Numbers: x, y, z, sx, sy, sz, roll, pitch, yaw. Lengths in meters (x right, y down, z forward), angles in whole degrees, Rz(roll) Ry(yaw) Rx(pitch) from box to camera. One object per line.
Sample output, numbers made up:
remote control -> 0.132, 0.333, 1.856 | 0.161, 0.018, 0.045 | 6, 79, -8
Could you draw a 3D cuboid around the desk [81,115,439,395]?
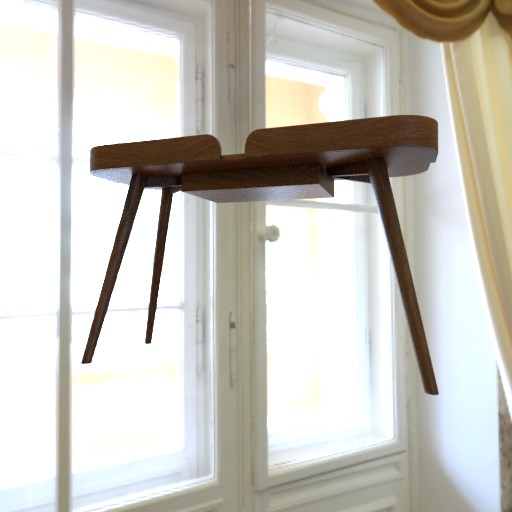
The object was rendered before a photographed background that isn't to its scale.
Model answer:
desk -> 0.000, 0.000, 1.663 | 1.256, 0.800, 0.486 | 0, -1, 19
